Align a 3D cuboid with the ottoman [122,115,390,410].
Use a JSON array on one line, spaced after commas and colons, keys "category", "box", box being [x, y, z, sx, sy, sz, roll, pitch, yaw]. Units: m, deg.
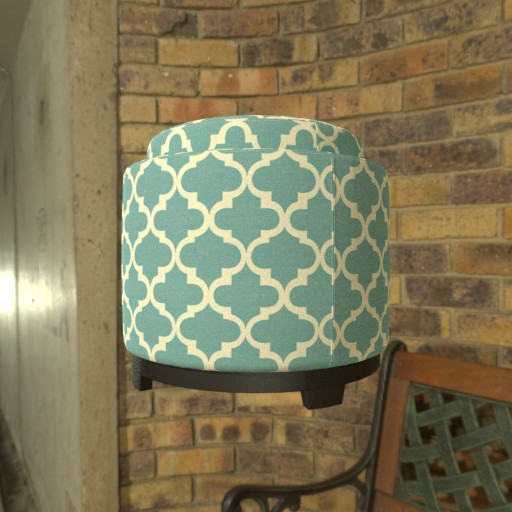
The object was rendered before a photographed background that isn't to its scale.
[{"category": "ottoman", "box": [0.000, 0.000, 0.827, 0.480, 0.429, 0.480, 0, 0, 0]}]
